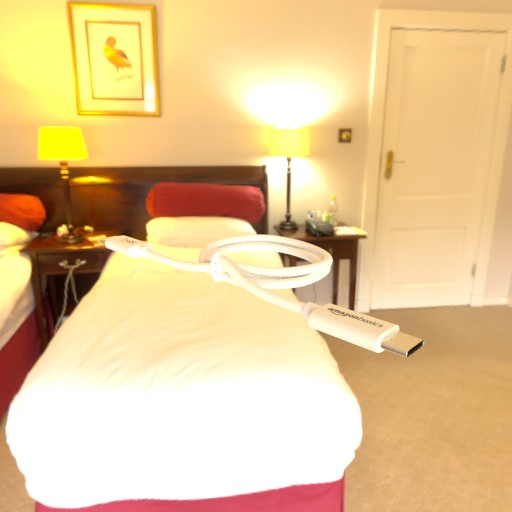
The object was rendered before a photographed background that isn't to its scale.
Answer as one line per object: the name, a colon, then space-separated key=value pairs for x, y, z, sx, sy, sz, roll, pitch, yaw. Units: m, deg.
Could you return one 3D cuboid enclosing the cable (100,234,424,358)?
cable: x=0.000 y=0.000 z=0.210 sx=0.186 sy=0.014 sz=0.070 roll=15 pitch=22 yaw=43
